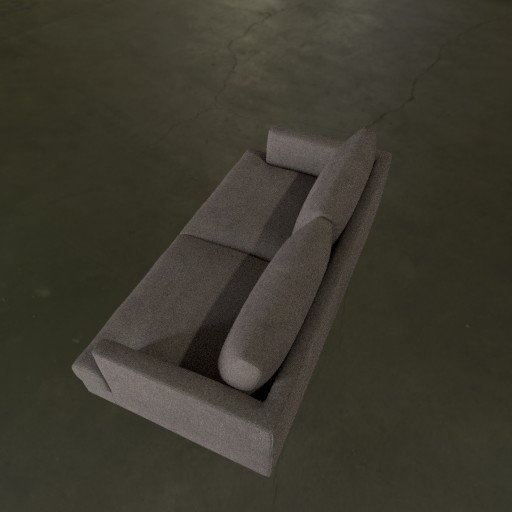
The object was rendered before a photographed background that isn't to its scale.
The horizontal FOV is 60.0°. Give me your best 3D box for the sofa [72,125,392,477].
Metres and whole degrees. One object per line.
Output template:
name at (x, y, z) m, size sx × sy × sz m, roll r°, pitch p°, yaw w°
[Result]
sofa at (0.000, 0.000, 2.486) m, size 1.020 × 0.868 × 1.948 m, roll 18°, pitch 50°, yaw 16°
